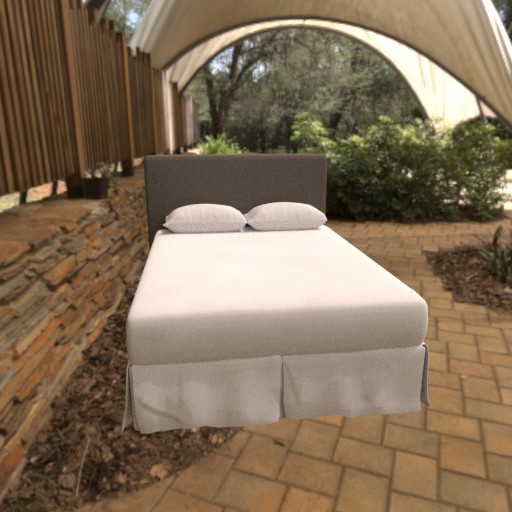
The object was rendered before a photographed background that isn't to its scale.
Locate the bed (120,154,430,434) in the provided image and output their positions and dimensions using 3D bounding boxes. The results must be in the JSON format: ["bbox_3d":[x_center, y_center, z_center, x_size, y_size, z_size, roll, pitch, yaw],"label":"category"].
[{"bbox_3d":[0.000,0.000,3.213,1.723,1.330,2.142,-2,16,-7],"label":"bed"}]
